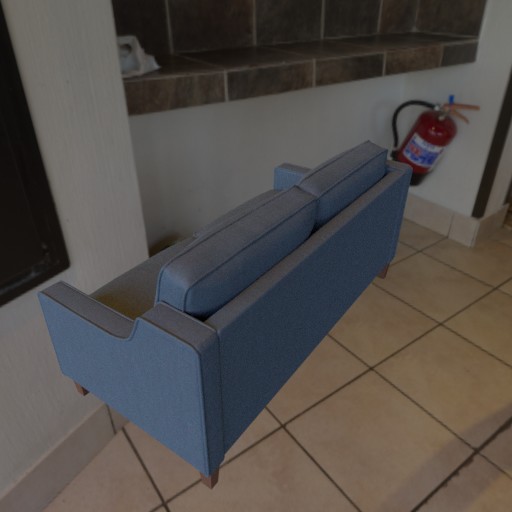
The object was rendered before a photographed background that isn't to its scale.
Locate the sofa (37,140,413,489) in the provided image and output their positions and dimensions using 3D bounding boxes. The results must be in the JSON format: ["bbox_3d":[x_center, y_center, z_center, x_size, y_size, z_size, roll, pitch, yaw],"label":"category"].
[{"bbox_3d":[0.000,0.000,2.684,1.066,1.071,2.178,20,37,30],"label":"sofa"}]
